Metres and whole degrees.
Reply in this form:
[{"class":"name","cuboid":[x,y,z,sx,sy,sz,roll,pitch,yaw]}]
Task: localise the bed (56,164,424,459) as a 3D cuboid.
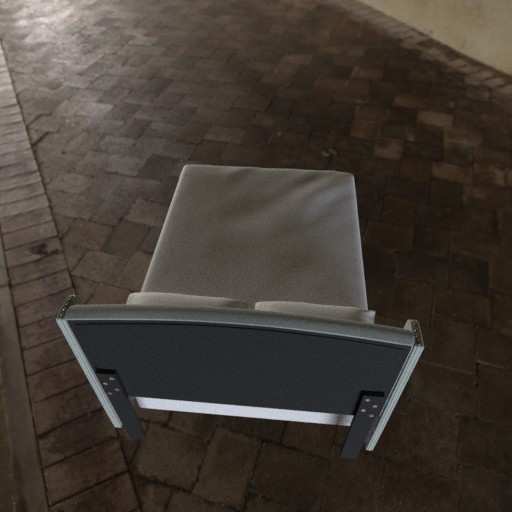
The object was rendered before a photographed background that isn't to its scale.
[{"class":"bed","cuboid":[0.000,0.000,3.231,1.710,1.407,2.237,4,47,3]}]
